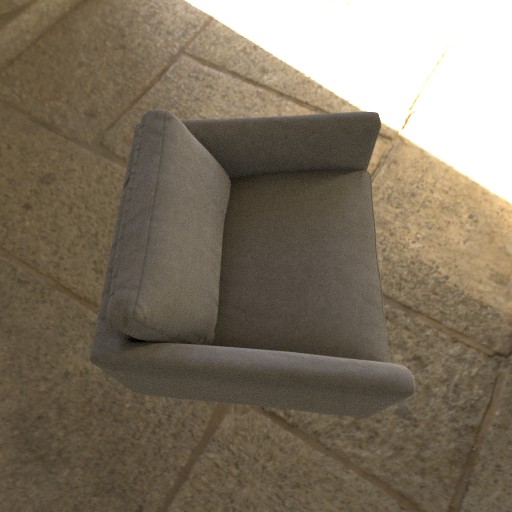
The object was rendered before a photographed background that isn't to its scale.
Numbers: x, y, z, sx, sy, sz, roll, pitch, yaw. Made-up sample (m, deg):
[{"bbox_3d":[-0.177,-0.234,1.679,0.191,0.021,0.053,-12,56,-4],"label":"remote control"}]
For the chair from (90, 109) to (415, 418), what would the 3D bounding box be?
[{"bbox_3d":[0.000,0.000,1.874,1.091,0.845,1.190,1,63,1],"label":"chair"}]
